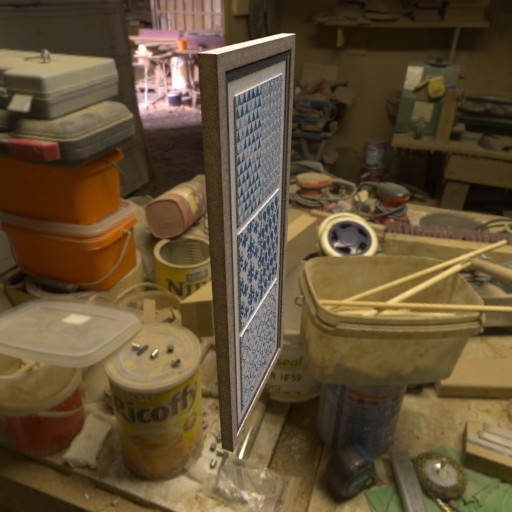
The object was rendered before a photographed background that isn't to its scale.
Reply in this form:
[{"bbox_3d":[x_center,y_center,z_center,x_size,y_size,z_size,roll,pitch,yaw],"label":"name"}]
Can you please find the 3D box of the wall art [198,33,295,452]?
[{"bbox_3d":[0.000,0.000,1.671,0.051,1.461,0.648,11,32,18],"label":"wall art"}]
